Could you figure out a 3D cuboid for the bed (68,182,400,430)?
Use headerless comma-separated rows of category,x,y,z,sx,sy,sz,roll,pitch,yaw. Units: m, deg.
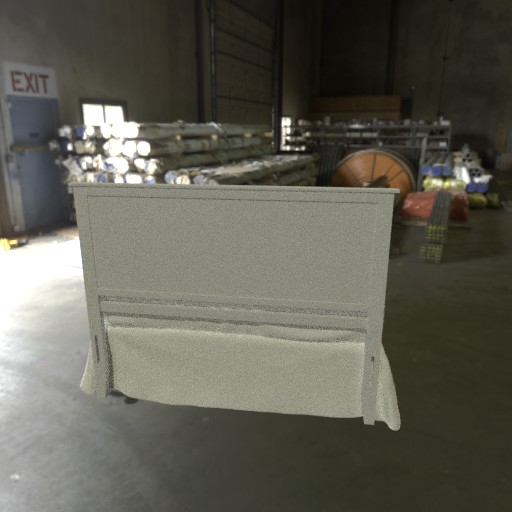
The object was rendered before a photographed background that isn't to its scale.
bed,0.000,0.000,3.258,1.876,1.269,2.047,3,16,9
